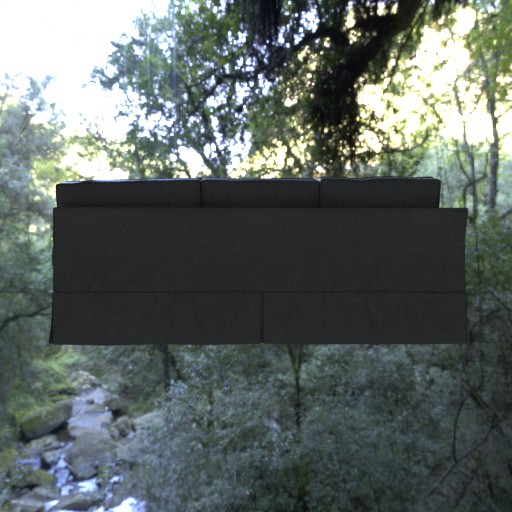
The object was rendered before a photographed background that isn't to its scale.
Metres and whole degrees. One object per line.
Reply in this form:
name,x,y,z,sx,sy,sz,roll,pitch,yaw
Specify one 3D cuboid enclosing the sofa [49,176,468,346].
sofa,0.000,0.000,4.020,2.623,1.081,2.618,0,0,-1
